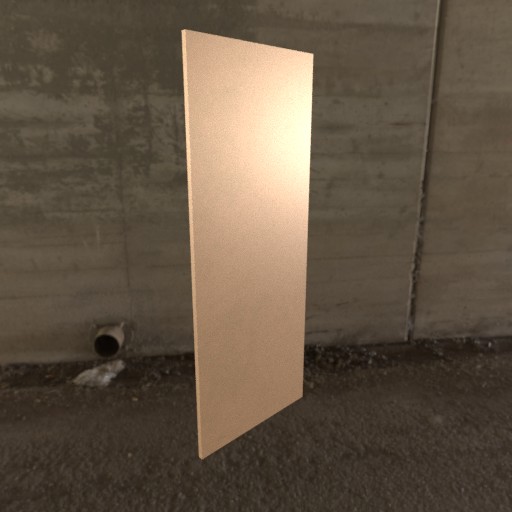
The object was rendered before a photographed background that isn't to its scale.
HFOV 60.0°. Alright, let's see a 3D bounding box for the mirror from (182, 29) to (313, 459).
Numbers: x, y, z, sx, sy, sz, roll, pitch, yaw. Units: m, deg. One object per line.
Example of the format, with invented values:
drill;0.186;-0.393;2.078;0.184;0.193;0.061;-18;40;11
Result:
mirror;0.000;0.000;2.315;0.812;2.031;0.026;-15;21;-43
